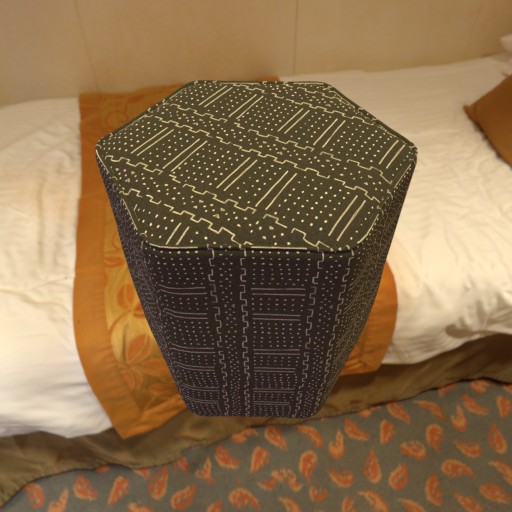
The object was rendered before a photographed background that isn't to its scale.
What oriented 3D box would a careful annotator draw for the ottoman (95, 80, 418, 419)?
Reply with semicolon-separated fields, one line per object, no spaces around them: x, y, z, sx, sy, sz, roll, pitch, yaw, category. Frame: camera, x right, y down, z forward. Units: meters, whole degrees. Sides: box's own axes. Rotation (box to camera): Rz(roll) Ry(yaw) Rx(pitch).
0.000;0.000;0.842;0.443;0.502;0.494;24;51;21;ottoman
